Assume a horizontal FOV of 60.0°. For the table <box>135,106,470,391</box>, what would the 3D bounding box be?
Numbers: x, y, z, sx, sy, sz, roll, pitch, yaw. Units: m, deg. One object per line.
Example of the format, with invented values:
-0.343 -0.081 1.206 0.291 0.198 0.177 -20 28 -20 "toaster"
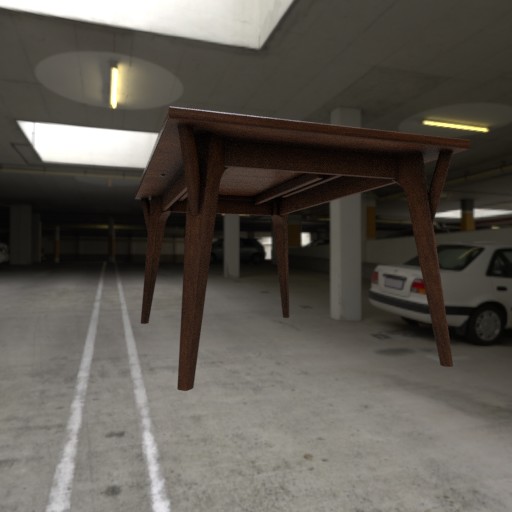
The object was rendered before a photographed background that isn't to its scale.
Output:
0.000 0.000 2.031 0.990 0.761 1.524 0 -1 -18 "table"
